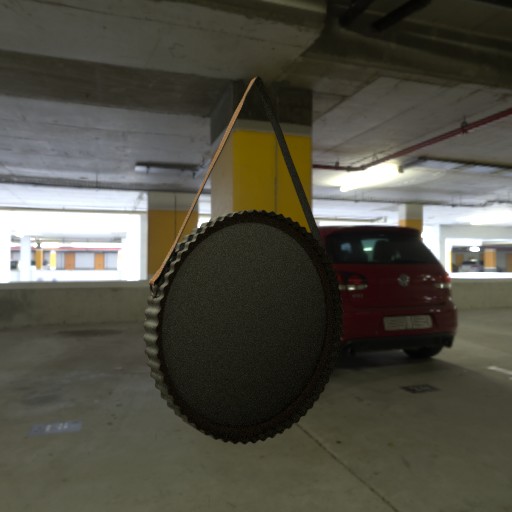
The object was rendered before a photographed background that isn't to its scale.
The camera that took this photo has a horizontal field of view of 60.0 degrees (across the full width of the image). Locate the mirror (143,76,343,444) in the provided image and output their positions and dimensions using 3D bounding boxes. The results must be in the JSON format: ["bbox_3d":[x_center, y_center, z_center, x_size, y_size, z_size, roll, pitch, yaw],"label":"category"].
[{"bbox_3d":[0.000,0.000,0.700,0.355,0.568,0.042,1,-2,-36],"label":"mirror"}]
